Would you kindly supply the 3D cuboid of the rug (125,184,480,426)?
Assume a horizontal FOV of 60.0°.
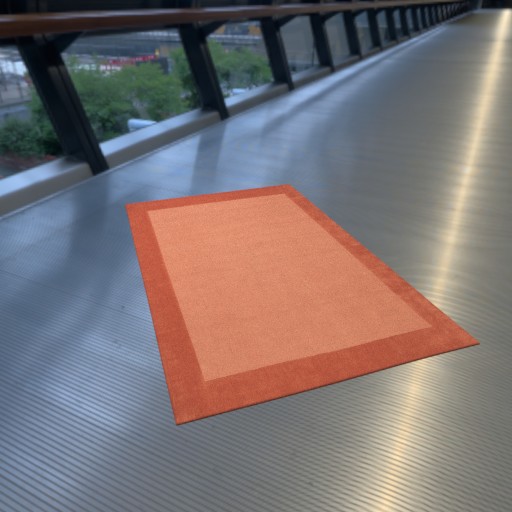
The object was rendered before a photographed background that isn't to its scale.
[{"bbox_3d":[0.000,0.000,3.001,1.524,0.014,2.438,-10,31,-17],"label":"rug"}]
